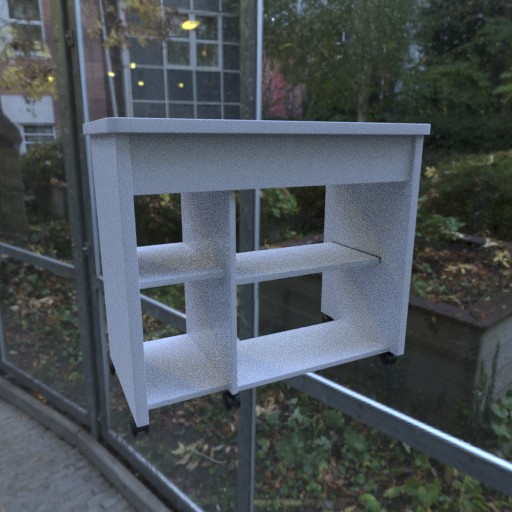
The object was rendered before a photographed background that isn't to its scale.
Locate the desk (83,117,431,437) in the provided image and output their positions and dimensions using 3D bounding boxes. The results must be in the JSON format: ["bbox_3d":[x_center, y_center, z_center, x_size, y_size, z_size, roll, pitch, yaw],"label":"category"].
[{"bbox_3d":[0.000,0.000,1.339,0.877,0.763,0.475,-7,16,-25],"label":"desk"}]
